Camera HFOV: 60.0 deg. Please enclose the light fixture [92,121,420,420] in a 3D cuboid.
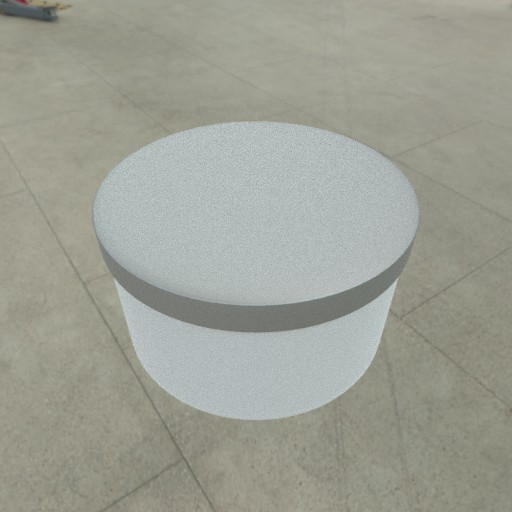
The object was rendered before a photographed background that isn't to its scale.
[{"bbox_3d":[0.000,0.000,0.624,0.393,0.229,0.393,0,41,0],"label":"light fixture"}]
